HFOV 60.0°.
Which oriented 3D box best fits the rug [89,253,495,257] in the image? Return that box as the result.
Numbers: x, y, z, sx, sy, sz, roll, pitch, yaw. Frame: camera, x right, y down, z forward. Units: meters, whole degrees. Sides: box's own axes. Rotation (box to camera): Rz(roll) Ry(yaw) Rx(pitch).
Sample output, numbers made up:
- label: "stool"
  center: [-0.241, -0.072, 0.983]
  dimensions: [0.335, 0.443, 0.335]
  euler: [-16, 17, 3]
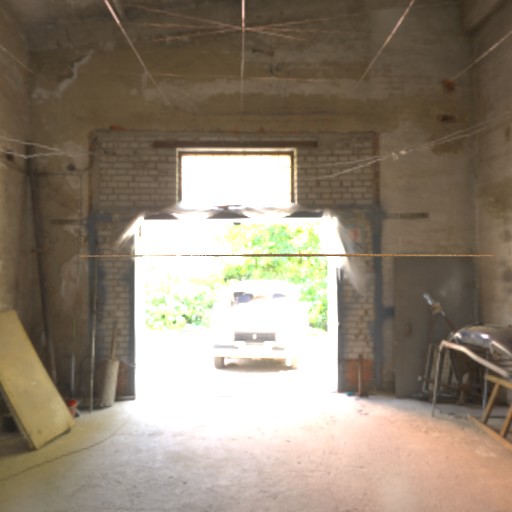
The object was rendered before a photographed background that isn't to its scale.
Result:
- label: "rug"
  center: [0.000, 0.000, 2.852]
  dimensions: [1.524, 0.006, 2.285]
  euler: [0, 0, -38]
